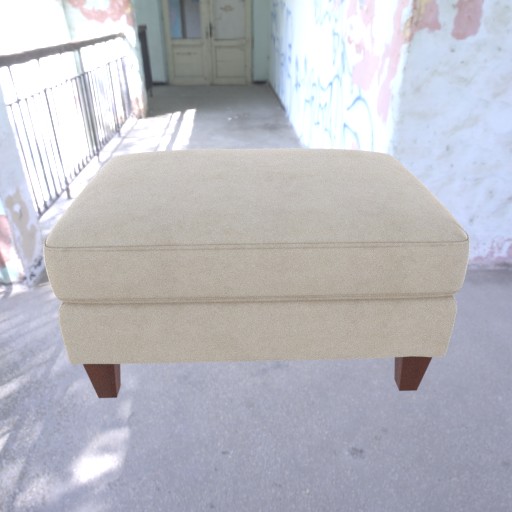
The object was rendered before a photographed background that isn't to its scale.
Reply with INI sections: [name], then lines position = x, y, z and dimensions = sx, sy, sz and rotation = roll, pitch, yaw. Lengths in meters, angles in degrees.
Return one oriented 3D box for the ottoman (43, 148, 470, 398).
[ottoman]
position = 0.000, 0.000, 1.174
dimensions = 0.864, 0.483, 0.584
rotation = -1, 30, -2
